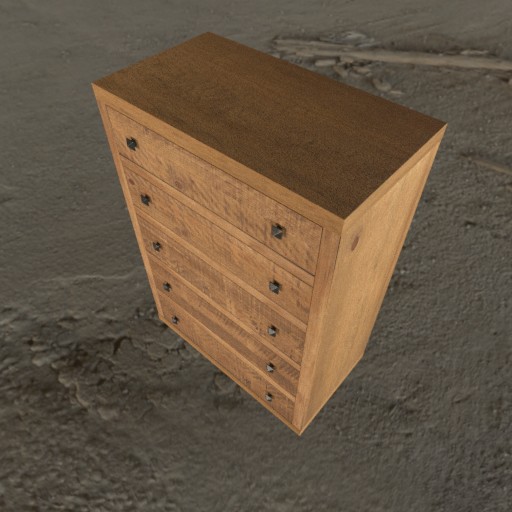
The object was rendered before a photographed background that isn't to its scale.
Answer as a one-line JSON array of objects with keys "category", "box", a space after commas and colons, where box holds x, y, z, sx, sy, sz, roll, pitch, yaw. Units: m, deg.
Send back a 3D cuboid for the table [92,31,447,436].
[{"category": "table", "box": [0.000, 0.000, 1.732, 0.901, 1.294, 0.524, 33, 56, 26]}]
